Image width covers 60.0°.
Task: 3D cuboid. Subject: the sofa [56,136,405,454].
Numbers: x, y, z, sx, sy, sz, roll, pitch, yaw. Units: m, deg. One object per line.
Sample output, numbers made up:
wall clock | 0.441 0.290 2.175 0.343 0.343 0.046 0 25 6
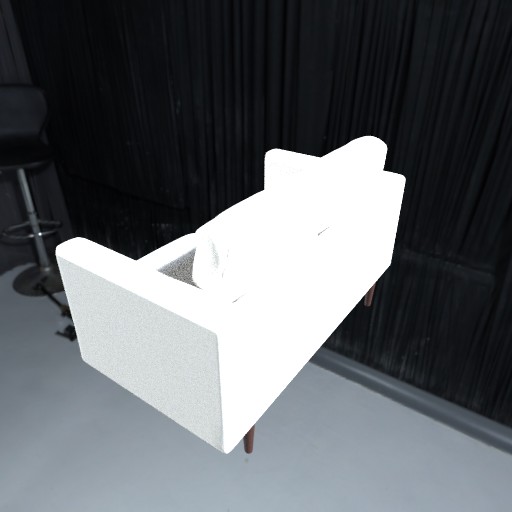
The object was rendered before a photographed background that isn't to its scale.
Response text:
sofa | 0.000 0.000 1.978 0.796 0.908 1.430 20 36 30
